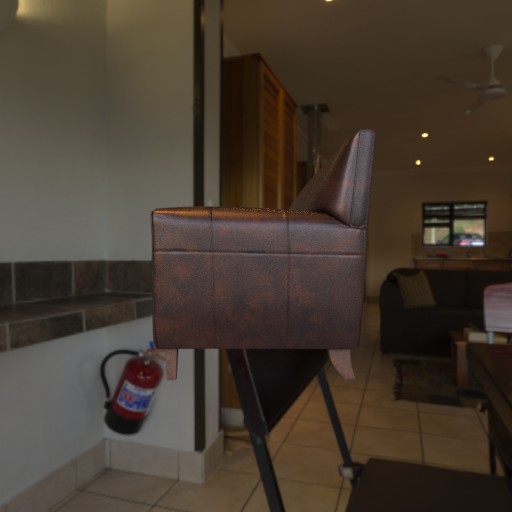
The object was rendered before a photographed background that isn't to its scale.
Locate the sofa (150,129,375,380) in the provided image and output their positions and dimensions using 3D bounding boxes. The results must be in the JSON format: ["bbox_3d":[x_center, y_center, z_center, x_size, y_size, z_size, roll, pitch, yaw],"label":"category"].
[{"bbox_3d":[0.000,0.000,2.486,0.786,0.871,1.995,0,0,-1],"label":"sofa"}]
